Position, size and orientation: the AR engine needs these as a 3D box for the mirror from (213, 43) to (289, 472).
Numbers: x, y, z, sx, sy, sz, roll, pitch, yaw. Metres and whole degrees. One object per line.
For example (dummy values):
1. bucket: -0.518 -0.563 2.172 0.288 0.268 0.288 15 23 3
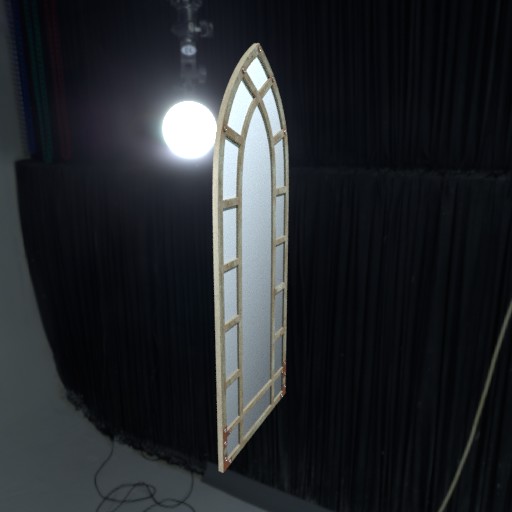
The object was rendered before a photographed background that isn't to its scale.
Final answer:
1. mirror: 0.000 0.000 1.332 0.025 1.175 0.464 7 16 25
